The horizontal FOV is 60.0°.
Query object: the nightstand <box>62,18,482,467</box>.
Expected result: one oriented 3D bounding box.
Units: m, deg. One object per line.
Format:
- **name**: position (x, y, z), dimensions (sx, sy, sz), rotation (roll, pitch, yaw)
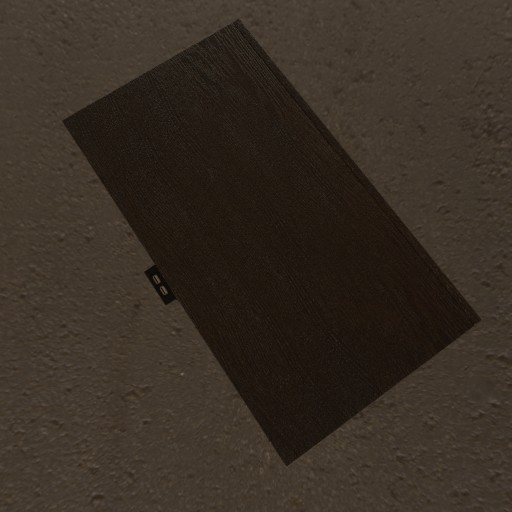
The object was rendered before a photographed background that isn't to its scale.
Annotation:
- **nightstand**: position (0.000, 0.000, 1.131), dimensions (0.457, 0.612, 0.775), rotation (-34, 78, -8)
